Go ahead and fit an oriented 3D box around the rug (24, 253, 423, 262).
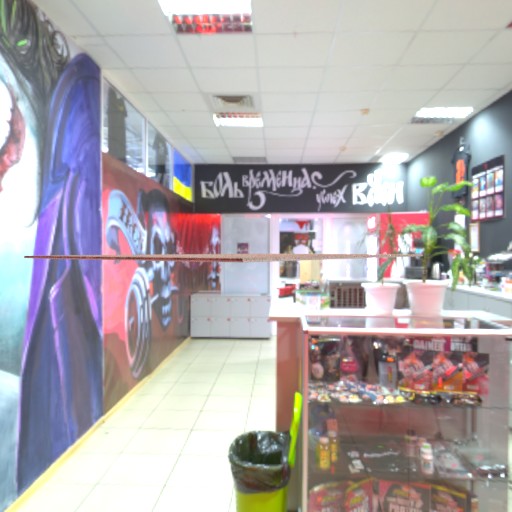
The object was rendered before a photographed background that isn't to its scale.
[{"bbox_3d":[0.000,0.000,2.929,1.521,0.015,2.280,0,1,36],"label":"rug"}]
